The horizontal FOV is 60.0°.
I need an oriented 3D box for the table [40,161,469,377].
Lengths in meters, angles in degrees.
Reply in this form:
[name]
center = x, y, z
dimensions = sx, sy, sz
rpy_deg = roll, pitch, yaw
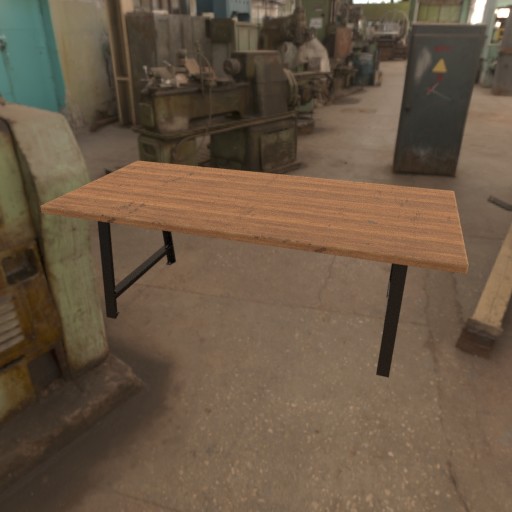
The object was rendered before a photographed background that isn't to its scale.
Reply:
[table]
center = 0.000, 0.000, 2.747
dimensions = 2.200, 0.757, 1.000
rpy_deg = 9, 28, 16
